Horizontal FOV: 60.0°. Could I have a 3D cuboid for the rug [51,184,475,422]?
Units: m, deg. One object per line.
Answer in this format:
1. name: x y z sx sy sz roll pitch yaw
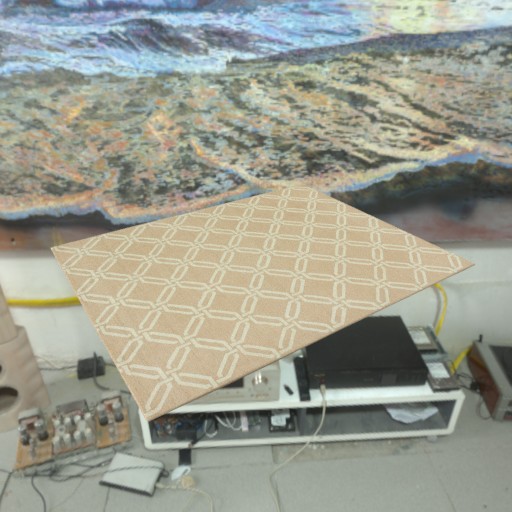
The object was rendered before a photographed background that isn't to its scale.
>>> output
1. rug: 0.000 0.000 3.839 2.895 0.018 2.288 -18 34 -29
